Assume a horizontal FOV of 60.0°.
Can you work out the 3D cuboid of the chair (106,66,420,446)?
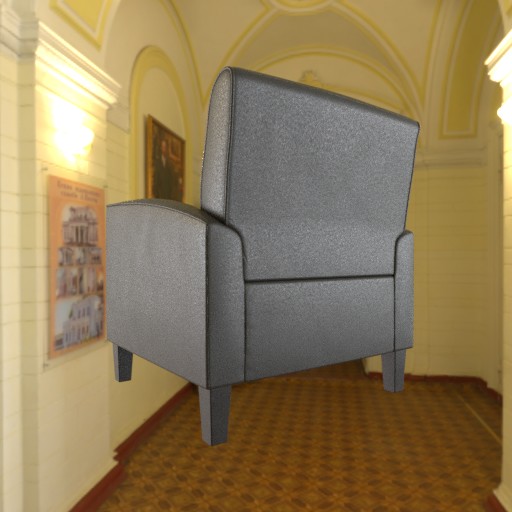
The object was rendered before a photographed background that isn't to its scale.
[{"bbox_3d":[0.000,0.000,1.556,0.820,0.916,0.819,0,0,-36],"label":"chair"}]
